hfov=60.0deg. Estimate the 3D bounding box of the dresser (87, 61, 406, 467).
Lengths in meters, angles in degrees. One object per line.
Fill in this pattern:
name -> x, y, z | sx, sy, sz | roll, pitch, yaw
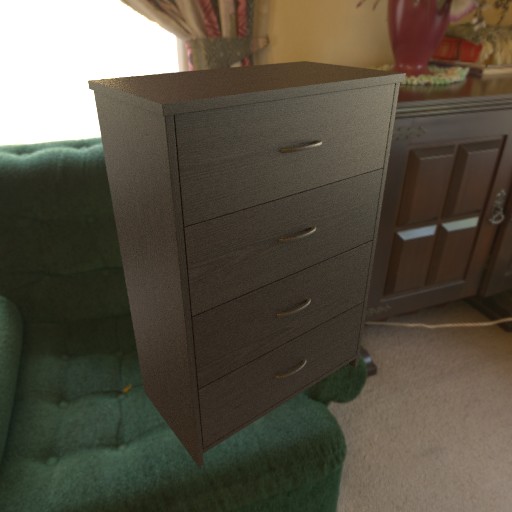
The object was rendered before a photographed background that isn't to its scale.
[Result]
dresser -> 0.000, 0.000, 1.349 | 0.704, 1.020, 0.399 | -21, 35, -32
